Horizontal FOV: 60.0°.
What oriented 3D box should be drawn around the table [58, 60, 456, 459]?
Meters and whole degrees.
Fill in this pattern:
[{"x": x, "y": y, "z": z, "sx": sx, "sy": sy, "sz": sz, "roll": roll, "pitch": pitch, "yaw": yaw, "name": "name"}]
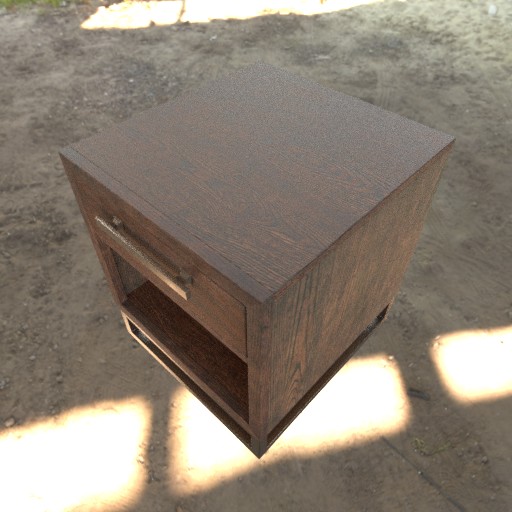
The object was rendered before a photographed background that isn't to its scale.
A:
[{"x": 0.000, "y": 0.000, "z": 1.024, "sx": 0.506, "sy": 0.582, "sz": 0.566, "roll": 34, "pitch": 55, "yaw": 28, "name": "table"}]
